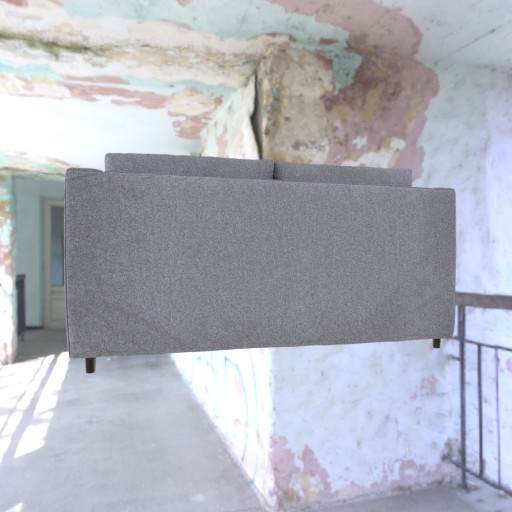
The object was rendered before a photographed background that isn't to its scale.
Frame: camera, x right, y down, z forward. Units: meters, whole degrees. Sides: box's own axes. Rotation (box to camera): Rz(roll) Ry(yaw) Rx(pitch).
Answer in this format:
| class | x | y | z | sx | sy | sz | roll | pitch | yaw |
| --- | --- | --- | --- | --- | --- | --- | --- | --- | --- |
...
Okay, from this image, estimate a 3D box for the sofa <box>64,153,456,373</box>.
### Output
| class | x | y | z | sx | sy | sz | roll | pitch | yaw |
| --- | --- | --- | --- | --- | --- | --- | --- | --- | --- |
| sofa | 0.000 | 0.000 | 2.633 | 2.010 | 1.018 | 1.072 | 0 | 0 | -17 |
